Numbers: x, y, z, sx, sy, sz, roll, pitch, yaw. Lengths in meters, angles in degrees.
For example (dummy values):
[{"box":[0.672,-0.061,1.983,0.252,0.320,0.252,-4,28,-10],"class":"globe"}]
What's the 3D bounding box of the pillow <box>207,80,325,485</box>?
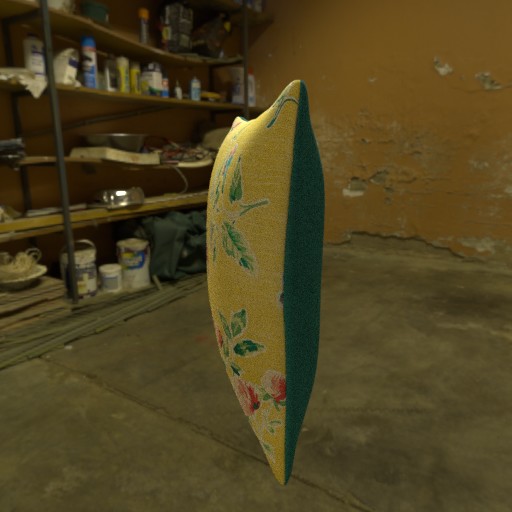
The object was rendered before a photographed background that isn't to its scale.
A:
[{"box":[0.000,0.000,0.780,0.166,0.508,0.525,-2,13,-9],"class":"pillow"}]
